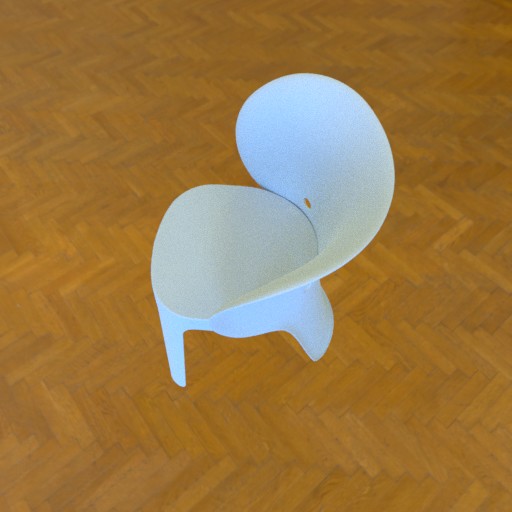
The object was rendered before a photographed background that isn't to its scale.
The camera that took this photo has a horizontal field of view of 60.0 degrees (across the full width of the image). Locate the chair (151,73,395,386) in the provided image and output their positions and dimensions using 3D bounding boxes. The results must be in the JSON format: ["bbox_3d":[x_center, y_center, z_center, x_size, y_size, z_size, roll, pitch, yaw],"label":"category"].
[{"bbox_3d":[0.000,0.000,0.880,0.402,0.554,0.451,3,57,2],"label":"chair"}]
